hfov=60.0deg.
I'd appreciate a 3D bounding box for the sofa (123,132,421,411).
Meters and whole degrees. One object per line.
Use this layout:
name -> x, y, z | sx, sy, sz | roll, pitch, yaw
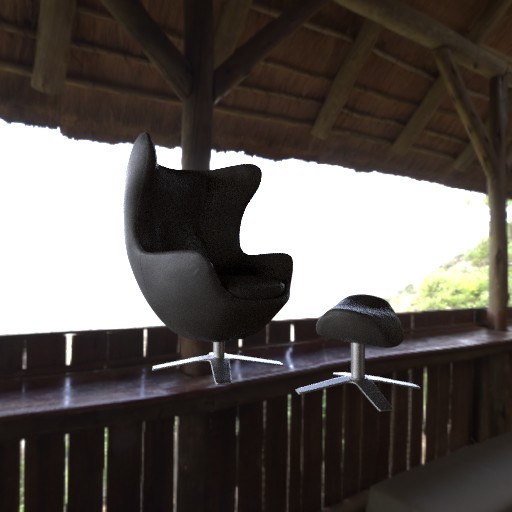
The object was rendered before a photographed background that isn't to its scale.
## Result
sofa -> 0.000, 0.000, 2.156 | 1.444, 1.135, 0.894 | 0, -1, 37
